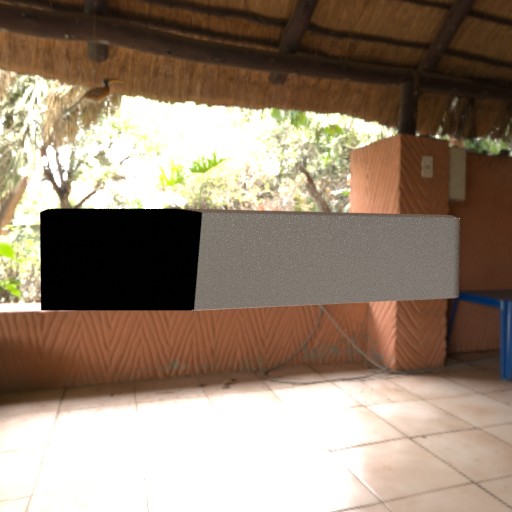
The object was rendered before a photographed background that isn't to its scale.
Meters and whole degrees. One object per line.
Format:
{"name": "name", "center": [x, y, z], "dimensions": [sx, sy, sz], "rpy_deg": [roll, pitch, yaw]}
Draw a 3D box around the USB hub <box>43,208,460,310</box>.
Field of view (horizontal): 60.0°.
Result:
{"name": "USB hub", "center": [0.000, 0.000, 0.128], "dimensions": [0.110, 0.023, 0.044], "rpy_deg": [-1, 2, -18]}
